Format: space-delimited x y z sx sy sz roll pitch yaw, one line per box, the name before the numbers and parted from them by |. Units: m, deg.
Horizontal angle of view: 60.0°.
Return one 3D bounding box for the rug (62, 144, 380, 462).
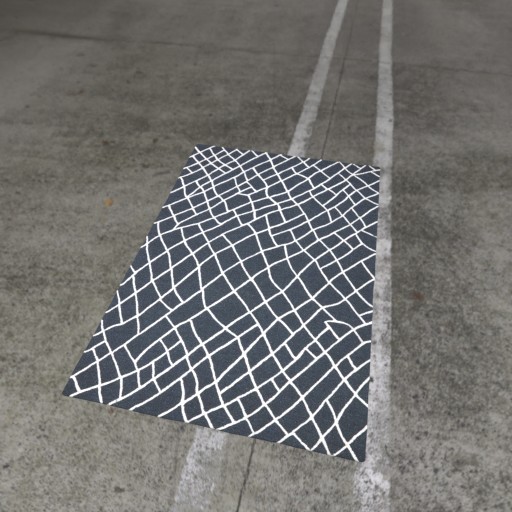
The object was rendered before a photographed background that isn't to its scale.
rug | 0.000 0.000 2.309 1.223 0.013 1.830 9 48 8
